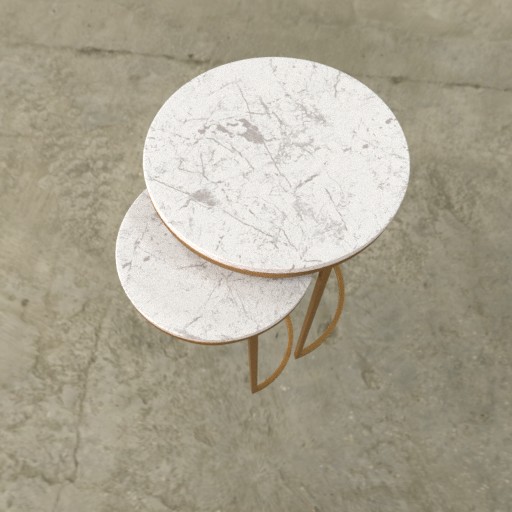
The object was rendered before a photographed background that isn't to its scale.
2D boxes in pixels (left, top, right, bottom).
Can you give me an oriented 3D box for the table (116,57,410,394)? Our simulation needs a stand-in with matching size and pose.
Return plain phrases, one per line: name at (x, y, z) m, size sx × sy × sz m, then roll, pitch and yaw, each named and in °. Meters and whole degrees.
table at (0.000, 0.000, 0.896) m, size 0.400 × 0.550 × 0.507 m, roll 32°, pitch 68°, yaw 15°
